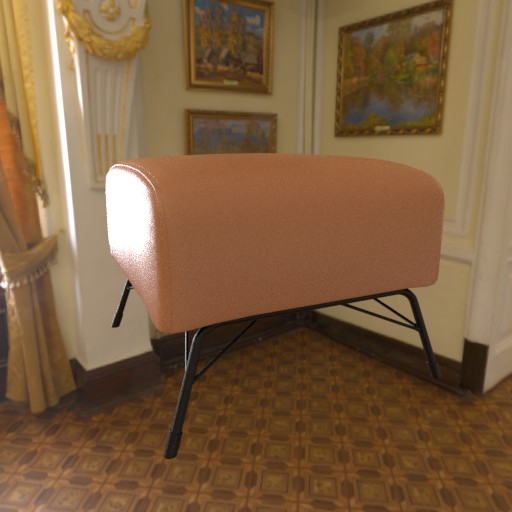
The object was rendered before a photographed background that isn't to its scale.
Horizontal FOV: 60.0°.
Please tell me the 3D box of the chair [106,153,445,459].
[{"bbox_3d":[0.000,0.000,0.907,0.530,0.410,0.530,-6,15,-25],"label":"chair"}]
